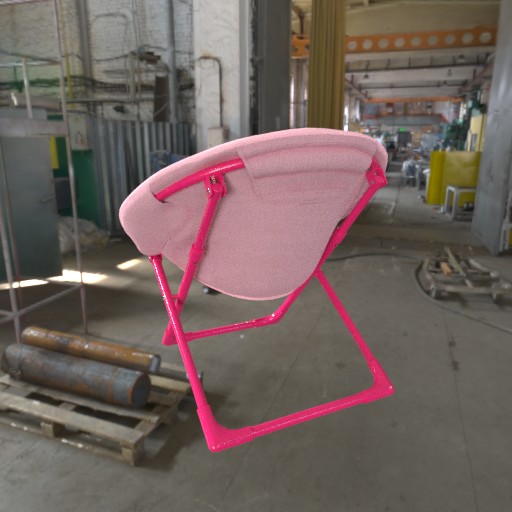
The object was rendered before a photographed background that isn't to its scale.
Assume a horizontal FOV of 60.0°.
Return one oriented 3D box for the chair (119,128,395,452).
[{"bbox_3d":[0.000,0.000,0.904,0.522,0.494,0.459,-7,17,-25],"label":"chair"}]
